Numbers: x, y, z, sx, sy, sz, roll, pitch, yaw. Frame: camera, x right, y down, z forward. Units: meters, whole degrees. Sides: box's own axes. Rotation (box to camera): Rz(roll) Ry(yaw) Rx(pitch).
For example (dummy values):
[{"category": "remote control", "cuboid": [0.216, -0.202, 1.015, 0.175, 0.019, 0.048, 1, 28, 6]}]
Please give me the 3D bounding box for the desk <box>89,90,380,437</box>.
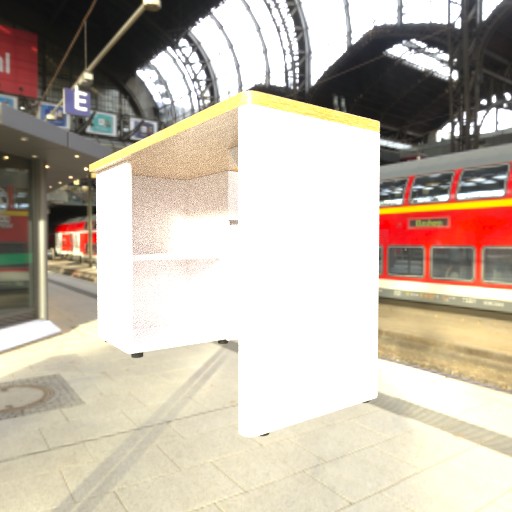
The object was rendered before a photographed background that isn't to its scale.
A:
[{"category": "desk", "cuboid": [0.000, 0.000, 1.689, 0.900, 0.760, 1.170, -1, 2, -36]}]
